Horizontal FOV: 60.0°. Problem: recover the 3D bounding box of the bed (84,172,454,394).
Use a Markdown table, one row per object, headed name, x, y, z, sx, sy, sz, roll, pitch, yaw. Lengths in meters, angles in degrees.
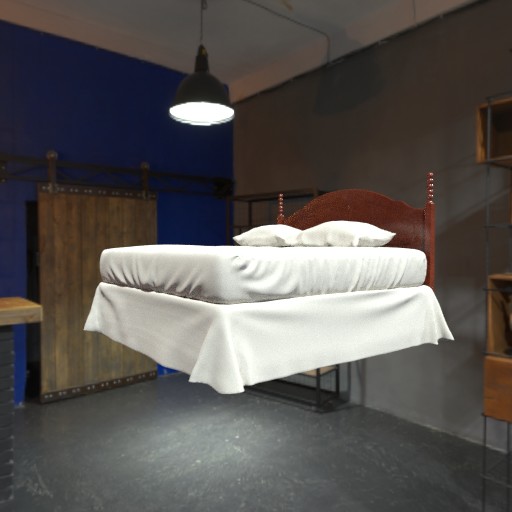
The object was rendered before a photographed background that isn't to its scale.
| name | x | y | z | sx | sy | sz | roll | pitch | yaw |
| --- | --- | --- | --- | --- | --- | --- | --- | --- | --- |
| bed | 0.000 | 0.000 | 3.694 | 2.219 | 1.355 | 2.322 | -1 | 2 | -37 |
